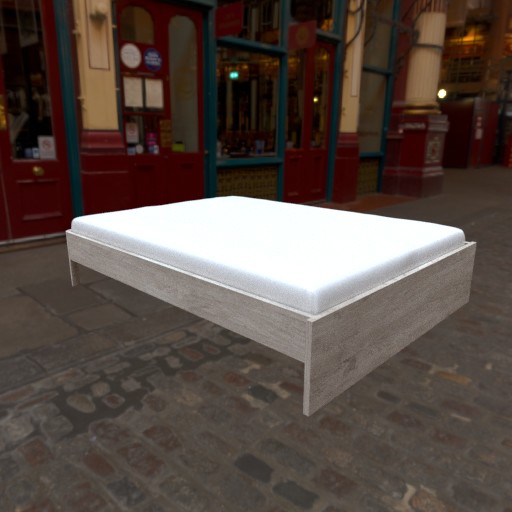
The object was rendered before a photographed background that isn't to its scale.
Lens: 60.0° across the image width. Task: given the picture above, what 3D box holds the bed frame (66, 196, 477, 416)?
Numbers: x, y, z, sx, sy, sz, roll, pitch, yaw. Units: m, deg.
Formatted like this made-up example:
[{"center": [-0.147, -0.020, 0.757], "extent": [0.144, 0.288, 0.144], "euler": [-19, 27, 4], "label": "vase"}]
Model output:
[{"center": [0.000, 0.000, 2.620], "extent": [1.950, 0.462, 1.490], "euler": [15, 21, 42], "label": "bed frame"}]
